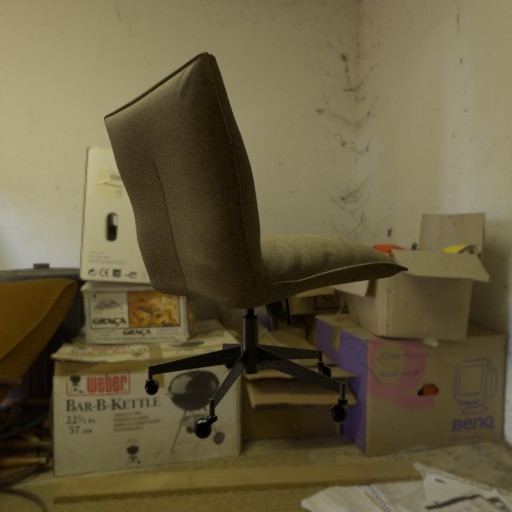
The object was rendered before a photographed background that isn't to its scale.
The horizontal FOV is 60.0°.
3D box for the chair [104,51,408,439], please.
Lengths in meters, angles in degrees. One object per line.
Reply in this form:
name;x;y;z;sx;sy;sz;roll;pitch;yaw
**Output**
chair;0.000;0.000;1.263;0.696;0.811;0.597;-1;2;-36
